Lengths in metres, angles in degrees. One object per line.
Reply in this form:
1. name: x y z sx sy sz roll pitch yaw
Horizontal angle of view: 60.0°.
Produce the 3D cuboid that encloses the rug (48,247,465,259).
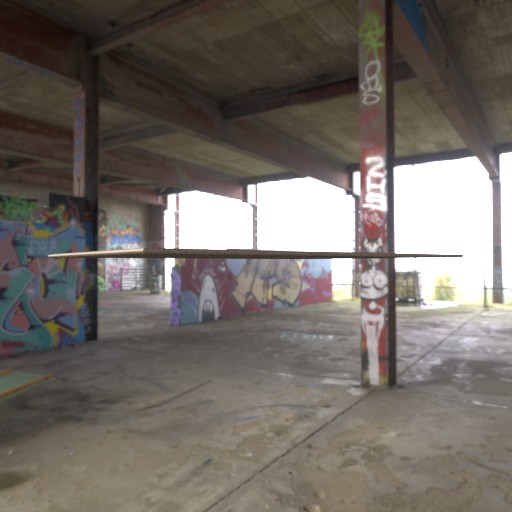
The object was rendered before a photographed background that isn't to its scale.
1. rug: 0.000 0.000 2.718 2.081 0.020 1.525 1 -1 -36
